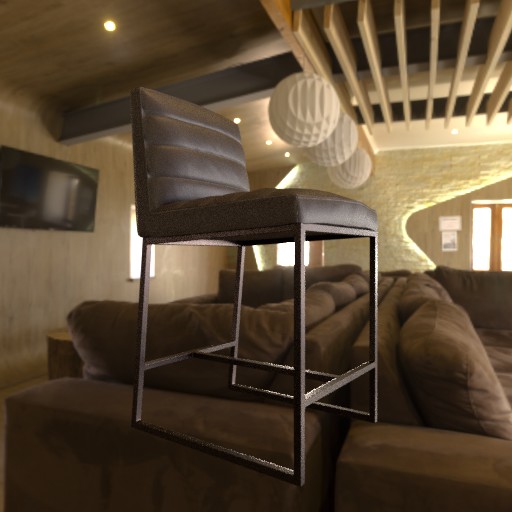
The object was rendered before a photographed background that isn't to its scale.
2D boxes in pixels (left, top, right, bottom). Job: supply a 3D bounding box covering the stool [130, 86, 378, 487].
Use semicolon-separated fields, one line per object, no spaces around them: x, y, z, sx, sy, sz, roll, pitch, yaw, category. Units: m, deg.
0.000;0.000;1.241;0.562;0.946;0.463;0;0;36;stool
